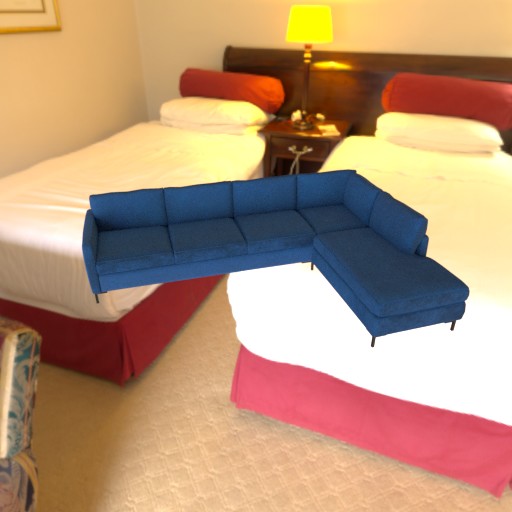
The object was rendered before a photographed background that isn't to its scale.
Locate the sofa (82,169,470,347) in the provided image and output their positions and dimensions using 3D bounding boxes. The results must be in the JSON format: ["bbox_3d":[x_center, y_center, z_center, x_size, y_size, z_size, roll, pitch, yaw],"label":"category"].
[{"bbox_3d":[0.000,0.000,3.326,2.486,0.687,1.707,-8,30,-14],"label":"sofa"}]
